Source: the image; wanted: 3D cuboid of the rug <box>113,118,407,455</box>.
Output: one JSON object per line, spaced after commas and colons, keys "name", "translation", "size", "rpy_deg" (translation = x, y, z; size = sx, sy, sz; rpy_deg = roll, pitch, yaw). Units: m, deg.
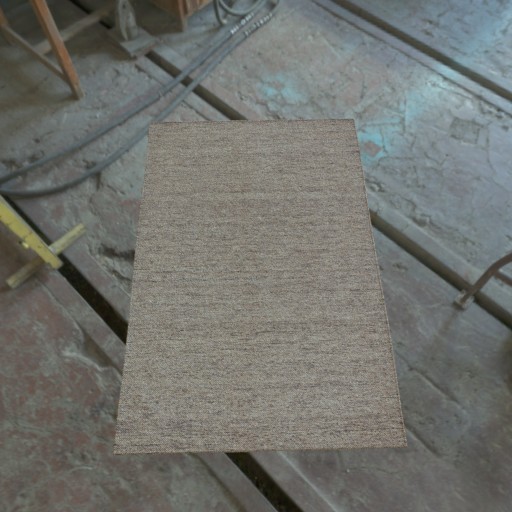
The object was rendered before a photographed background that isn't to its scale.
{"name": "rug", "translation": [0.000, 0.000, 2.825], "size": [1.547, 0.013, 2.283], "rpy_deg": [-1, 63, -1]}
